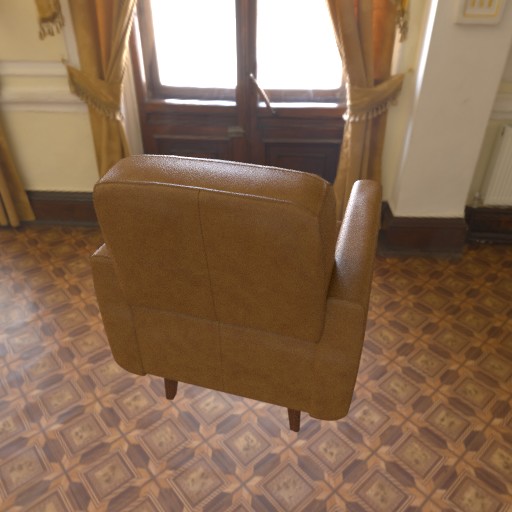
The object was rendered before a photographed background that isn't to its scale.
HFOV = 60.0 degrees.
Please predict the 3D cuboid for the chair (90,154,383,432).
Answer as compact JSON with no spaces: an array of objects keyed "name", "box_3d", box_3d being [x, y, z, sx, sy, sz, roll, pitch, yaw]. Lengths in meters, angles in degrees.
[{"name":"chair","box_3d":[0.000,0.000,1.637,0.845,0.968,0.942,9,34,14]}]
